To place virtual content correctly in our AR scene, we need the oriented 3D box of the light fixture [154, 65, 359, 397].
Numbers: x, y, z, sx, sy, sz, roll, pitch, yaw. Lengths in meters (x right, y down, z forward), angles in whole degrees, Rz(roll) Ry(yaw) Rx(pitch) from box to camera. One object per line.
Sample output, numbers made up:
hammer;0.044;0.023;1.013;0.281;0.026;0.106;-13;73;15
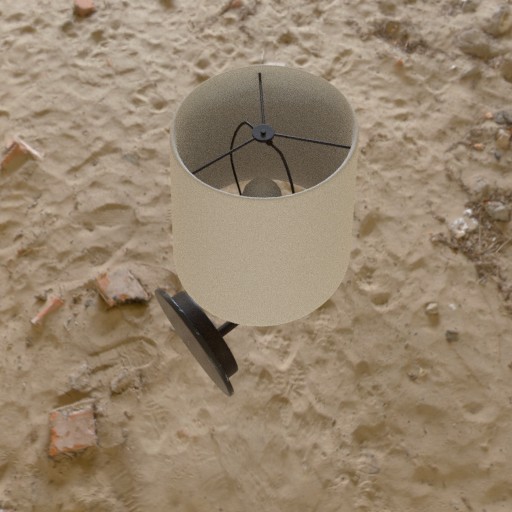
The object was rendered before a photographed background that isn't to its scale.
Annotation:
light fixture;0.000;0.000;0.442;0.188;0.337;0.168;-35;66;-18
